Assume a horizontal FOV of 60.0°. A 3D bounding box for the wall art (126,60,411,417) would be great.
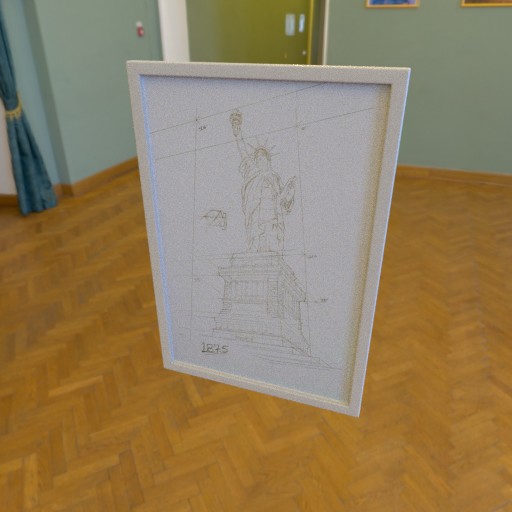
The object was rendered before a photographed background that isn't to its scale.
[{"bbox_3d":[0.000,0.000,1.021,0.556,0.813,0.026,9,29,17],"label":"wall art"}]
